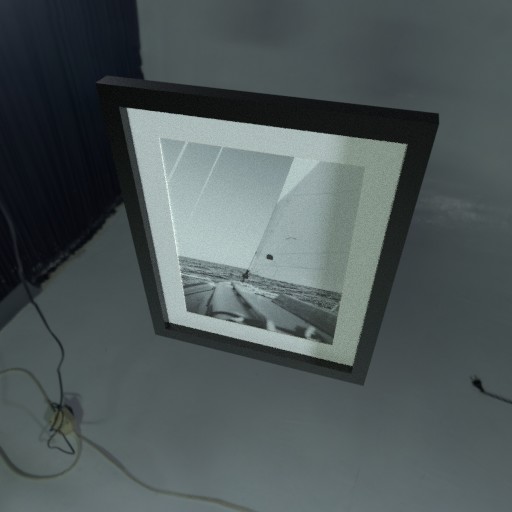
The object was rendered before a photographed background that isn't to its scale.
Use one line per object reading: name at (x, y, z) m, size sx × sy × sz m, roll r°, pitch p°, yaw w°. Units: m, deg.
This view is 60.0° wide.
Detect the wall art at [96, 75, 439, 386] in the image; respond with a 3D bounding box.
wall art at (0.000, 0.000, 0.769) m, size 0.461 × 0.558 × 0.031 m, roll 11°, pitch 43°, yaw 12°
